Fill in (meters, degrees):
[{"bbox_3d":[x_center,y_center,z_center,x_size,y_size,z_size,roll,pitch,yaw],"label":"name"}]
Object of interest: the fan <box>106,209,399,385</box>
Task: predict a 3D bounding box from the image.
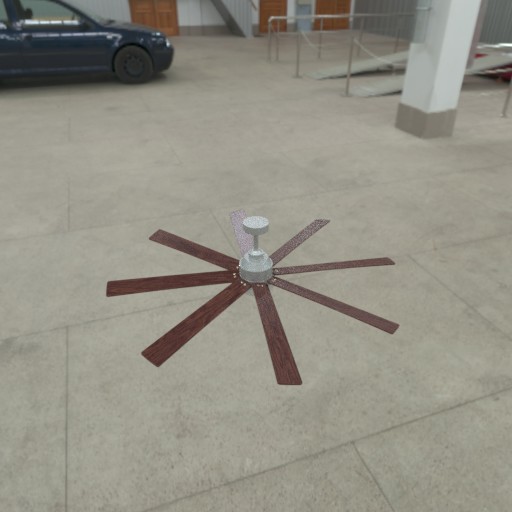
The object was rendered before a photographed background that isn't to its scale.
[{"bbox_3d":[0.000,0.000,2.737,1.830,0.472,1.830,20,37,29],"label":"fan"}]
